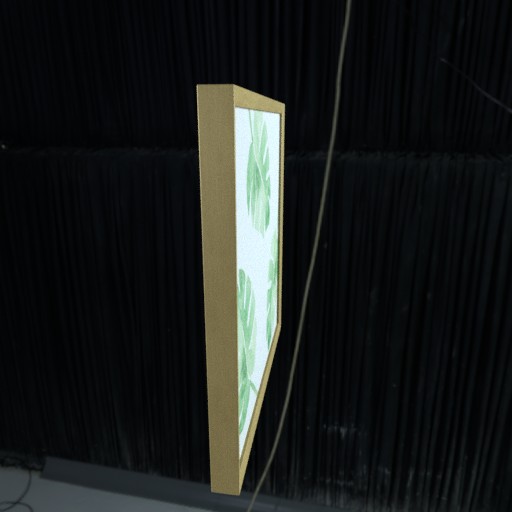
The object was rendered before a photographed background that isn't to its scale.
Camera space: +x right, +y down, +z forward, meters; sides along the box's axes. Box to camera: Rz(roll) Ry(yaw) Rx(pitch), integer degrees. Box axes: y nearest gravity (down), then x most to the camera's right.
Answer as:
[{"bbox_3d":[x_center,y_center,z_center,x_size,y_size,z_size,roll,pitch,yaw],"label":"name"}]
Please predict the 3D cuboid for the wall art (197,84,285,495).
[{"bbox_3d":[0.000,0.000,0.754,0.038,0.508,0.508,3,17,9],"label":"wall art"}]
